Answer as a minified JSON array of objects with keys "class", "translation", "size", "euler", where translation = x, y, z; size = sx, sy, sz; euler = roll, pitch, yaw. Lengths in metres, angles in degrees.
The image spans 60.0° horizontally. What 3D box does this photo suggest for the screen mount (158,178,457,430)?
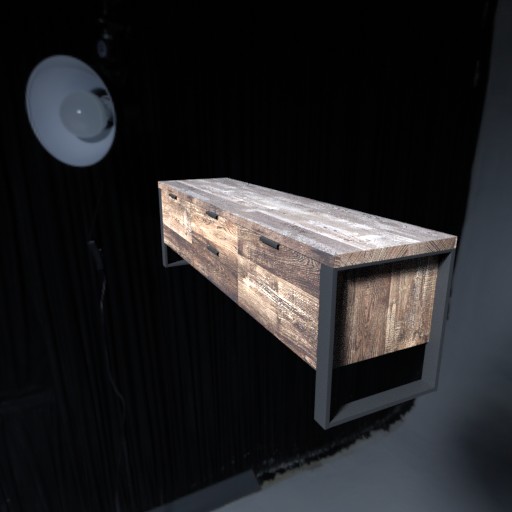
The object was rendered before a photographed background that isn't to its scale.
[{"class":"screen mount","translation":[0.000,0.000,1.767],"size":[0.395,0.450,1.524],"euler":[-8,18,-25]}]
